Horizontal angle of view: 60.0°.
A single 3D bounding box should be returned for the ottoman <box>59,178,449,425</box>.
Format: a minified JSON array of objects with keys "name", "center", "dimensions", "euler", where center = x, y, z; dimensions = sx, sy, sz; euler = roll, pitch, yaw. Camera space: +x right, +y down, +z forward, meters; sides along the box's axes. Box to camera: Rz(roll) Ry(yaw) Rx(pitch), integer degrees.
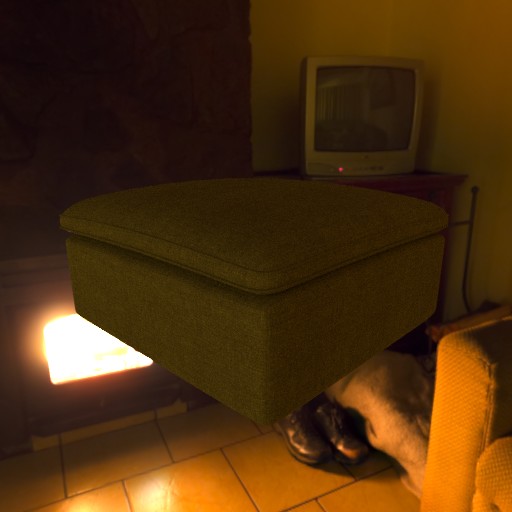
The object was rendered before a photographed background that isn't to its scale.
[{"name":"ottoman","center":[0.000,0.000,1.698],"dimensions":[1.067,0.559,1.067],"euler":[14,21,42]}]
